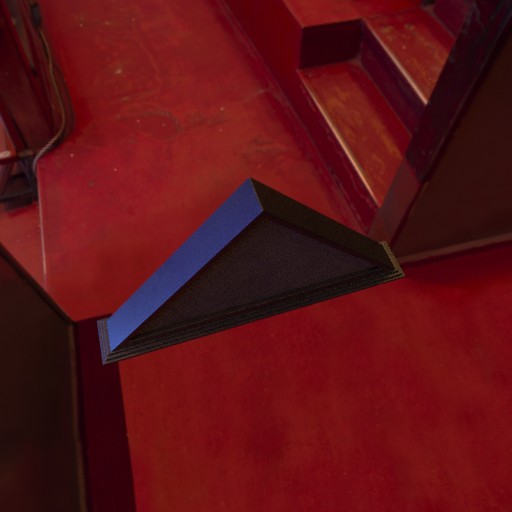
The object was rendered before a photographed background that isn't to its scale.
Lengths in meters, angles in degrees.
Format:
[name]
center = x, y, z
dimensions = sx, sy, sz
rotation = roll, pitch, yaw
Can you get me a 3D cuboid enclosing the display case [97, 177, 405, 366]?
[display case]
center = 0.000, 0.000, 0.778
dimensions = 0.640, 0.340, 0.095
rotation = -15, 59, -9
